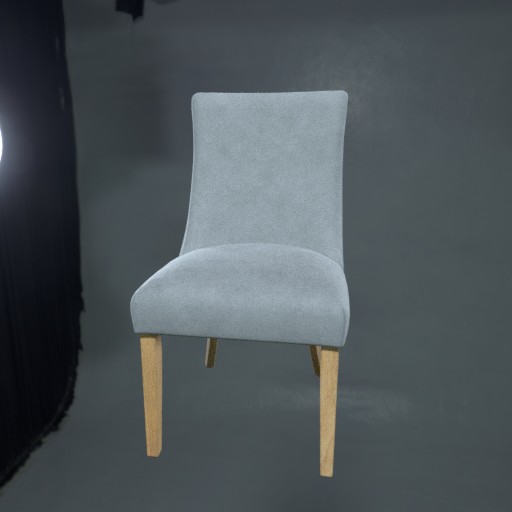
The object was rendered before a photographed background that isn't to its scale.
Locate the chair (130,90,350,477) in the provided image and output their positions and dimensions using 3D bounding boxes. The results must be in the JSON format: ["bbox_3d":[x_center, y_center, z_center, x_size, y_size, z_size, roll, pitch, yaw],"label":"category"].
[{"bbox_3d":[0.000,0.000,1.222,0.495,0.902,0.610,2,15,9],"label":"chair"}]
